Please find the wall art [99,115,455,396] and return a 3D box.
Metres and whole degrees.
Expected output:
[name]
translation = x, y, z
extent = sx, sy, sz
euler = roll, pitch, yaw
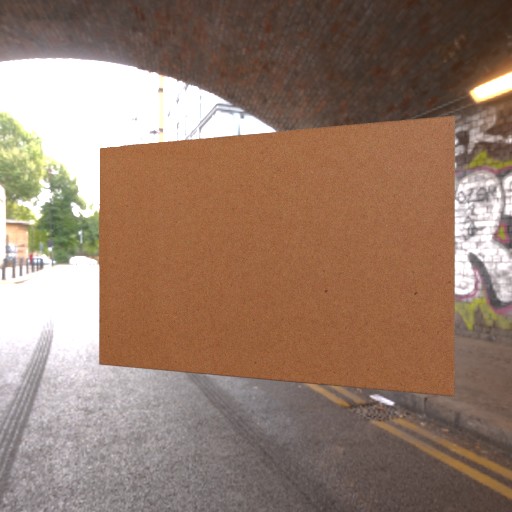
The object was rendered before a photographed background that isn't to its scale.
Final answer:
[wall art]
translation = 0.000, 0.000, 0.750
extent = 0.615, 0.410, 0.021
euler = 0, 0, 18
